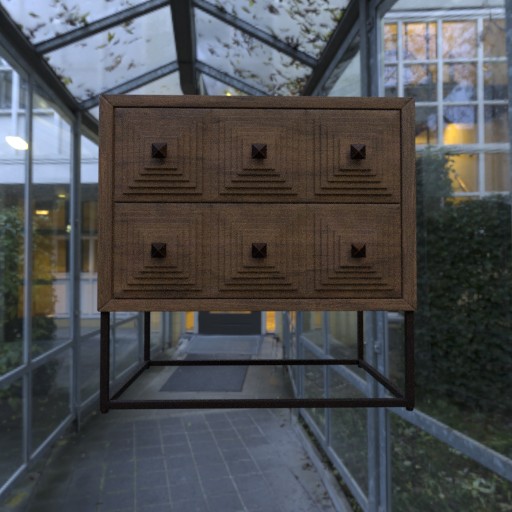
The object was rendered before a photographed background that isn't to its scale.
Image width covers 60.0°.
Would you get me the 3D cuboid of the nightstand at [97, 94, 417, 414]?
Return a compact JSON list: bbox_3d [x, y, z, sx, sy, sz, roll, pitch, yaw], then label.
[{"bbox_3d":[0.000,0.000,1.032,0.610,0.610,0.437,0,-1,-1],"label":"nightstand"}]
